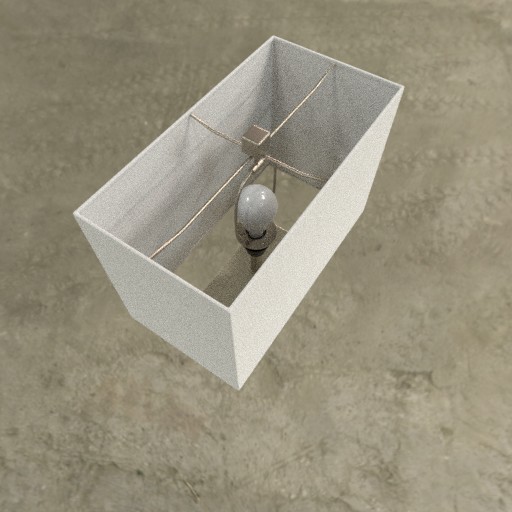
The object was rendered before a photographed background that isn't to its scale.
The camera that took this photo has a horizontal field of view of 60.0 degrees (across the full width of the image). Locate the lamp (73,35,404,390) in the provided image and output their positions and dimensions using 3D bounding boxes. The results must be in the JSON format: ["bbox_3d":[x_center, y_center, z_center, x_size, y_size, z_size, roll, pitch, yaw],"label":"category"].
[{"bbox_3d":[0.000,0.000,0.716,0.200,0.515,0.380,30,63,17],"label":"lamp"}]
